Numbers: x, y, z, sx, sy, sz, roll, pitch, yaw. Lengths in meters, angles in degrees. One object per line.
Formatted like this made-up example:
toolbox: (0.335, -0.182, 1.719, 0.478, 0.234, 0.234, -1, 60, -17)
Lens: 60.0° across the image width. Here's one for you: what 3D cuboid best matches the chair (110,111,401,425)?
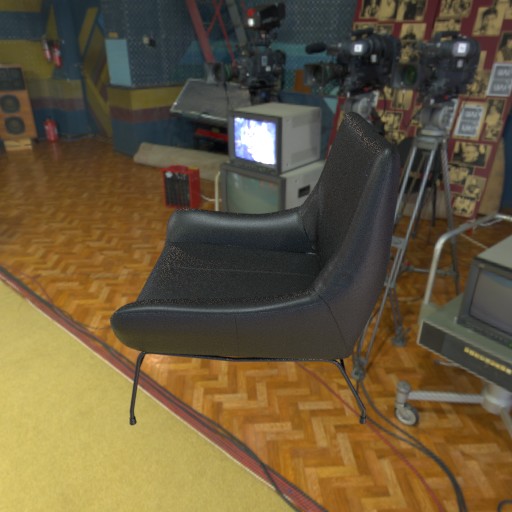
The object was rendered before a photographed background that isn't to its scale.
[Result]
chair: (0.000, 0.000, 1.599, 0.826, 0.922, 0.836, 1, 26, 2)
